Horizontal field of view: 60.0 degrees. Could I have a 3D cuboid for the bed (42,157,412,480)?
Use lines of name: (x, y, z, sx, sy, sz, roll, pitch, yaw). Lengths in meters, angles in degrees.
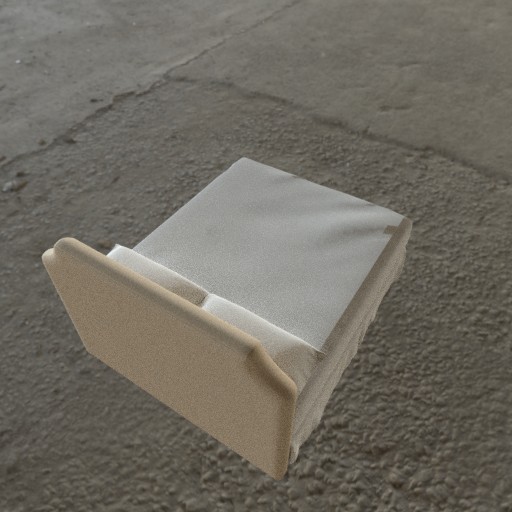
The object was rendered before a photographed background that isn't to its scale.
bed: (0.000, 0.000, 3.881, 2.134, 1.524, 2.548, 25, 51, 22)
